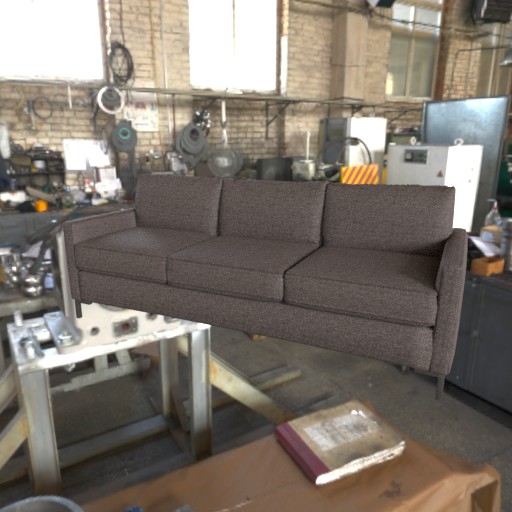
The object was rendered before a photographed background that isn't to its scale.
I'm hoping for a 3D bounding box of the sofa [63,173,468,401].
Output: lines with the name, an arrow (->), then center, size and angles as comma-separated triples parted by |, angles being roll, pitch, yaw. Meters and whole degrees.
sofa -> 0.000, 0.000, 2.629 | 2.253, 0.882, 0.876 | 7, 16, 24
